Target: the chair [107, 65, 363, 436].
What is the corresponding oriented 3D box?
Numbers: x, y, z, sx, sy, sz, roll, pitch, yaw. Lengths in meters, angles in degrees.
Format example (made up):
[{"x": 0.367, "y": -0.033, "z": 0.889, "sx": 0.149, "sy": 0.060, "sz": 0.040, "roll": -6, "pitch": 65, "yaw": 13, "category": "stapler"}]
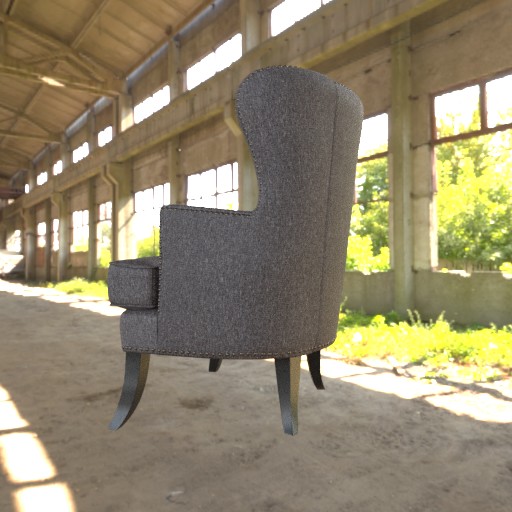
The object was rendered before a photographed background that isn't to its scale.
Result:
[{"x": 0.000, "y": 0.000, "z": 1.602, "sx": 0.758, "sy": 1.060, "sz": 0.759, "roll": 0, "pitch": -1, "yaw": 19, "category": "chair"}]
